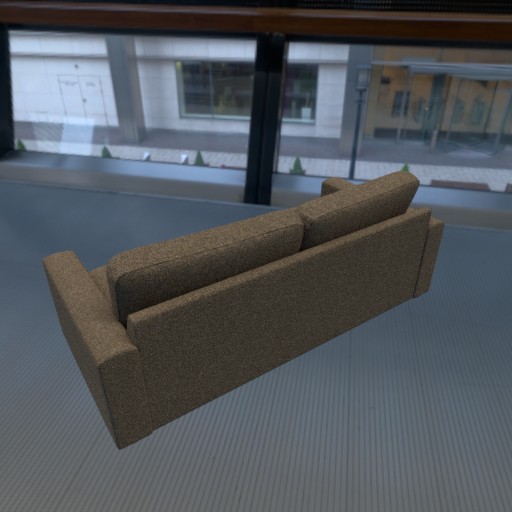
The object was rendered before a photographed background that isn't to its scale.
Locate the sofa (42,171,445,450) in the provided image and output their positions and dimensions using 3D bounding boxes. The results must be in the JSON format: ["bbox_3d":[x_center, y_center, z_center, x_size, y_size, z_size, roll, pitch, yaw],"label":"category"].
[{"bbox_3d":[0.000,0.000,2.651,2.179,0.873,1.016,-19,36,-29],"label":"sofa"}]
